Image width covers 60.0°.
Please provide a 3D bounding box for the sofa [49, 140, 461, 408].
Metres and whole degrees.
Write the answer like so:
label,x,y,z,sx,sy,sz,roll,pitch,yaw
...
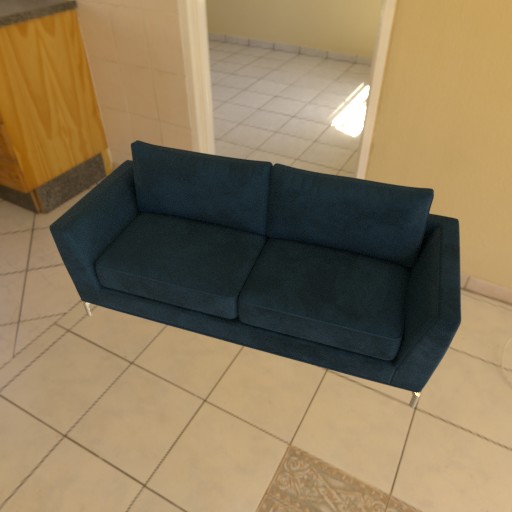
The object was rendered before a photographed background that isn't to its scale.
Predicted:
label,x,y,z,sx,sy,sz,roll,pitch,yaw
sofa,0.000,0.000,2.691,2.212,0.998,0.853,12,42,14
